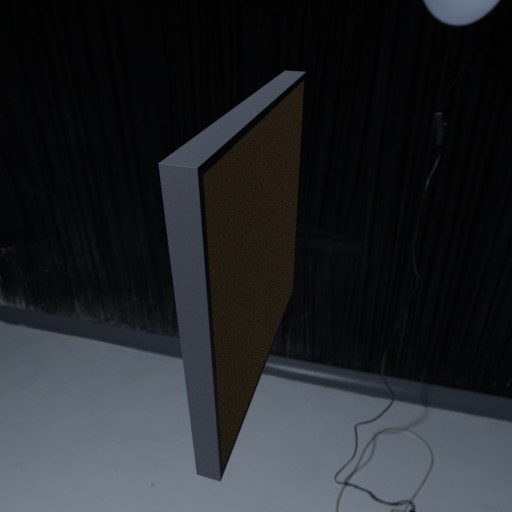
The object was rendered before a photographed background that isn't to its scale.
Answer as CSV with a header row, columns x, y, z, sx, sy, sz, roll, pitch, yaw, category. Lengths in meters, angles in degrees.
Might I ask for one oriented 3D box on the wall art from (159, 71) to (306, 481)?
x,y,z,sx,sy,sz,roll,pitch,yaw,category
0.000,0.000,0.759,0.040,0.509,0.509,9,33,14,wall art
